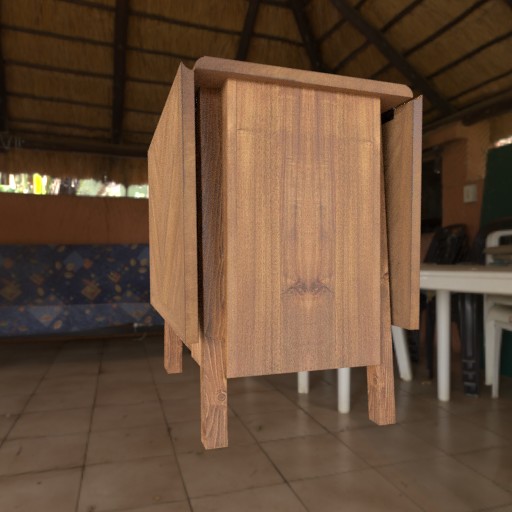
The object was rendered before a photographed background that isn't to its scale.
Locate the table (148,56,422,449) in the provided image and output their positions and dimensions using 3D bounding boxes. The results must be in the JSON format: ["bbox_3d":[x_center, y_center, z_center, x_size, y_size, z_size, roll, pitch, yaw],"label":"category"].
[{"bbox_3d":[0.000,0.000,1.638,0.701,0.981,0.967,0,0,-18],"label":"table"}]
